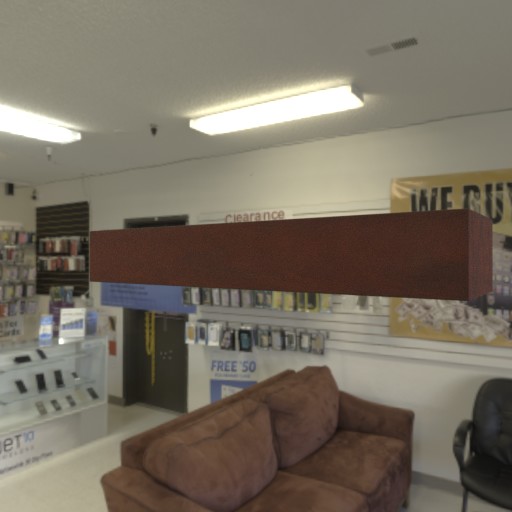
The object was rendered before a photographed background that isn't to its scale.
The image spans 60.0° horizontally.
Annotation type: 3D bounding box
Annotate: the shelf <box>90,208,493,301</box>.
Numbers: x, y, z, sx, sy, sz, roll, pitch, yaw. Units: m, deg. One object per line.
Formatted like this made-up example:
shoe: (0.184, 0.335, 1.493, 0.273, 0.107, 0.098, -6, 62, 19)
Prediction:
shelf: (0.000, 0.000, 0.660, 0.607, 0.088, 0.152, 0, 0, 36)
